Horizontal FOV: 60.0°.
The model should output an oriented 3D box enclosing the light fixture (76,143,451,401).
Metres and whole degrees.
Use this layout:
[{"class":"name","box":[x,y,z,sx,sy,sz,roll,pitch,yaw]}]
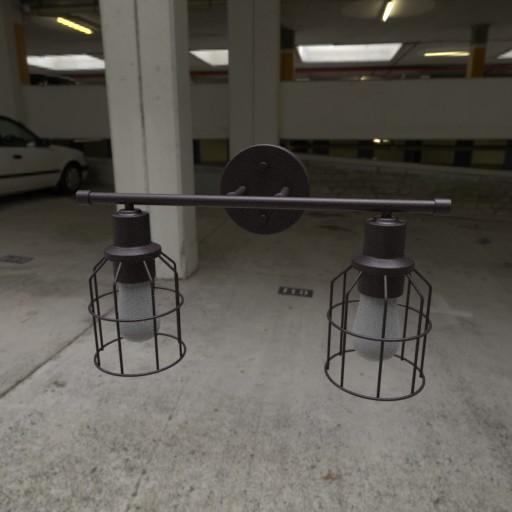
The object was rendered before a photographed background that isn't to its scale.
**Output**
[{"class":"light fixture","box":[0.000,0.000,0.526,0.406,0.254,0.165,3,16,9]}]
